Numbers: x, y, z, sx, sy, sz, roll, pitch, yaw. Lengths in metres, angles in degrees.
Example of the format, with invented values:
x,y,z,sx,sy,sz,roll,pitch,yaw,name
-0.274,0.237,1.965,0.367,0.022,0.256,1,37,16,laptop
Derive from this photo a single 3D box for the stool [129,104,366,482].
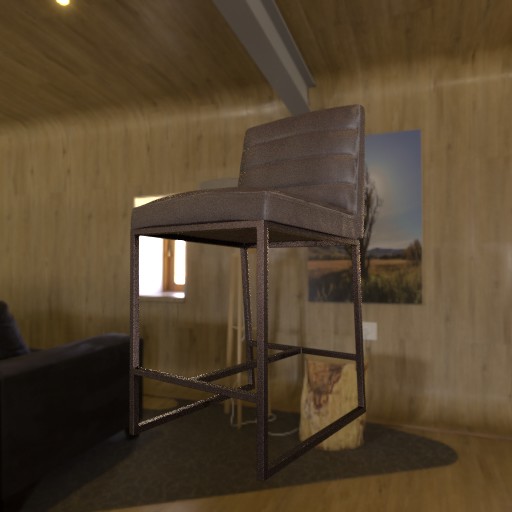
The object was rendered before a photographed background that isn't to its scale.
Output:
x,y,z,sx,sy,sz,roll,pitch,yaw,name
0.000,0.000,1.269,0.463,0.946,0.562,-1,-1,37,stool
